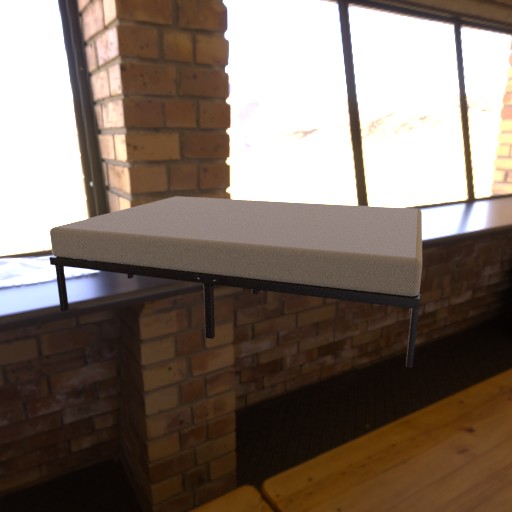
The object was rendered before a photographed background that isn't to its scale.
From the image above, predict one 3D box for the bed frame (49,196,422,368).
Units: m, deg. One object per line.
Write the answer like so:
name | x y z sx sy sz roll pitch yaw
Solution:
bed frame | 0.000 0.000 3.793 2.842 0.680 2.205 8 17 26
